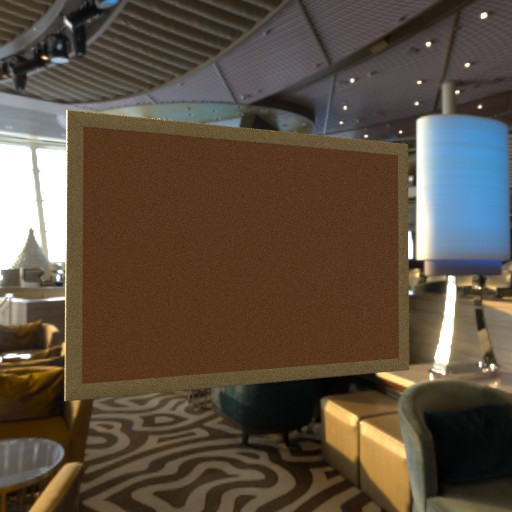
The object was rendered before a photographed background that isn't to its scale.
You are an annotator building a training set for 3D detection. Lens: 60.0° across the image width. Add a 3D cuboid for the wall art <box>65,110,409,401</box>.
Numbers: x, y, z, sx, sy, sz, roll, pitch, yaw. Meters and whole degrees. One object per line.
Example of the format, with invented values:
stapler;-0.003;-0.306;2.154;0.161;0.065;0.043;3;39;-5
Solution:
wall art;0.000;0.000;0.677;0.533;0.381;0.032;0;-1;-19
